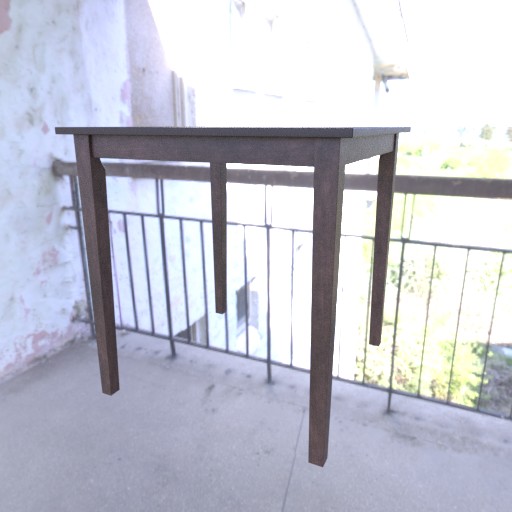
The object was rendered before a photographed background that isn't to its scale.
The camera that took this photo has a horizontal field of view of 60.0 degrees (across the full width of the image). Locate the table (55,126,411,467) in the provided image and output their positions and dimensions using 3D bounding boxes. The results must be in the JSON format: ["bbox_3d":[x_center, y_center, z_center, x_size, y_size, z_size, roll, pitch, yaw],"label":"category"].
[{"bbox_3d":[0.000,0.000,1.376,0.749,0.770,0.749,8,18,25],"label":"table"}]
